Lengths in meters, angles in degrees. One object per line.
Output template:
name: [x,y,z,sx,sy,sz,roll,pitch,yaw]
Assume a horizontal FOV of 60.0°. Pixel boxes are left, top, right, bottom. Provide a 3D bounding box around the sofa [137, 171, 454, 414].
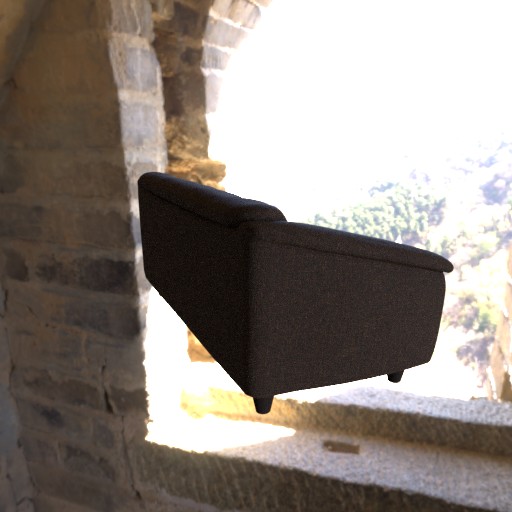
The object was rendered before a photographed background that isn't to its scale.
sofa: [0.000,0.000,2.299,0.887,0.790,1.849,-8,18,-26]
